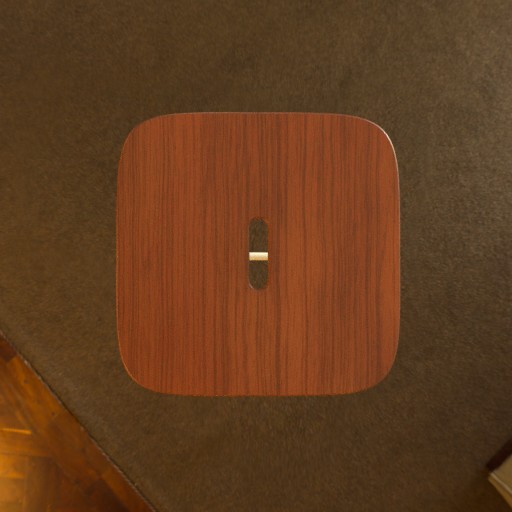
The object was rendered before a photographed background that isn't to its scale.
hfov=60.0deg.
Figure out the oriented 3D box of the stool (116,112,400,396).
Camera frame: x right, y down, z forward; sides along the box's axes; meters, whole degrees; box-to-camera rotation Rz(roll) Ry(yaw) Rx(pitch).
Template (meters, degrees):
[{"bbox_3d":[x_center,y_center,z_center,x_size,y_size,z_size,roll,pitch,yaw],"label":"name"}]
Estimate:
[{"bbox_3d":[0.000,0.000,0.862,0.376,0.610,0.376,0,89,-1],"label":"stool"}]
